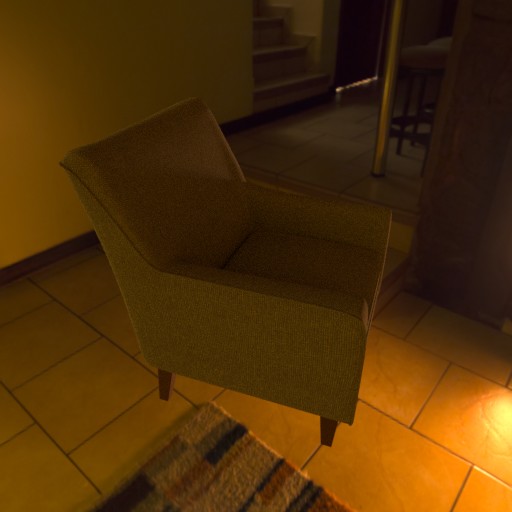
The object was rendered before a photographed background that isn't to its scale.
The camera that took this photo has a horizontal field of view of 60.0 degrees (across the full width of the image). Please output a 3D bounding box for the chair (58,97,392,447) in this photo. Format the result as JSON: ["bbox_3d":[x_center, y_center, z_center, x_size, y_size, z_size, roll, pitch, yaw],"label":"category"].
[{"bbox_3d":[0.000,0.000,1.618,0.899,0.919,0.780,11,33,17],"label":"chair"}]
